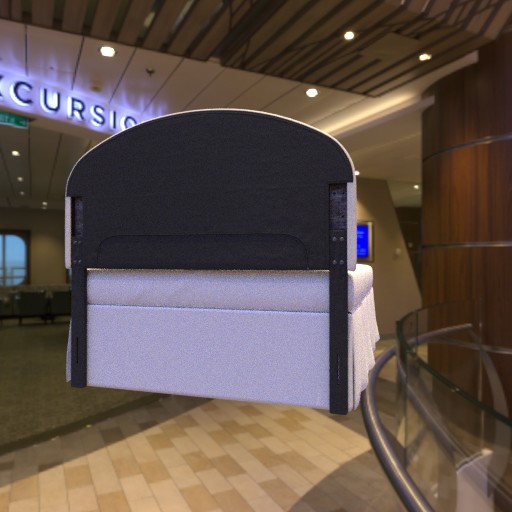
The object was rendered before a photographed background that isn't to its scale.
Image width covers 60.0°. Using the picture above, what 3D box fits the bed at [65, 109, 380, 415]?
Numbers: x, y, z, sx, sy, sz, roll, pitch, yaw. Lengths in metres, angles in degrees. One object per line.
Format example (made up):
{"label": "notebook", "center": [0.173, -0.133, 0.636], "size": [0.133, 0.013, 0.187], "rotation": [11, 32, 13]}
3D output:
{"label": "bed", "center": [0.000, 0.000, 3.095], "size": [1.607, 1.410, 2.005], "rotation": [0, -1, 17]}
